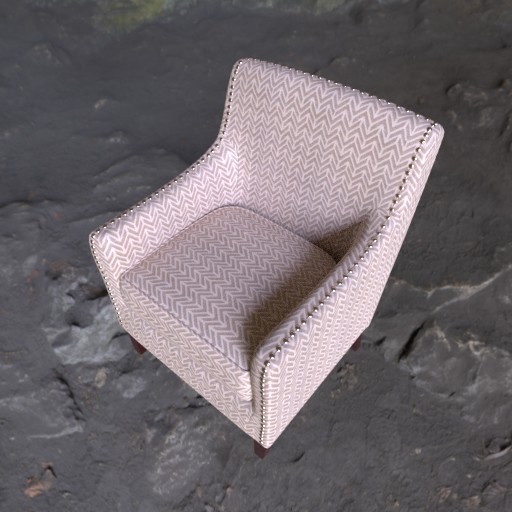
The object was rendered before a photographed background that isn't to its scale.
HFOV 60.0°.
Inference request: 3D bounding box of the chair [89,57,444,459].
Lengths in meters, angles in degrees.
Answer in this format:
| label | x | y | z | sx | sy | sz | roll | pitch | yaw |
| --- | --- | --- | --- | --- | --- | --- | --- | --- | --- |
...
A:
| label | x | y | z | sx | sy | sz | roll | pitch | yaw |
| --- | --- | --- | --- | --- | --- | --- | --- | --- | --- |
| chair | 0.000 | 0.000 | 1.266 | 0.623 | 0.816 | 0.651 | 31 | 53 | 27 |
